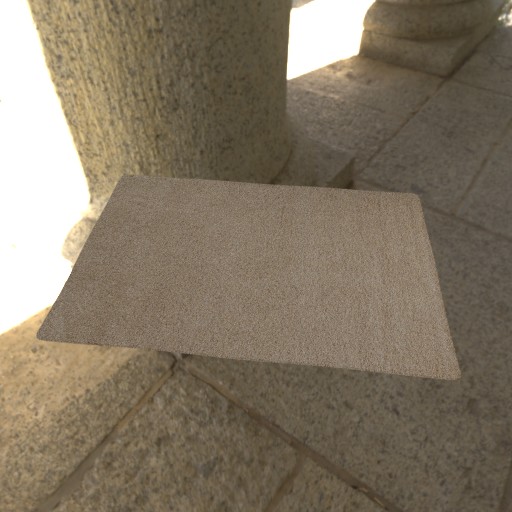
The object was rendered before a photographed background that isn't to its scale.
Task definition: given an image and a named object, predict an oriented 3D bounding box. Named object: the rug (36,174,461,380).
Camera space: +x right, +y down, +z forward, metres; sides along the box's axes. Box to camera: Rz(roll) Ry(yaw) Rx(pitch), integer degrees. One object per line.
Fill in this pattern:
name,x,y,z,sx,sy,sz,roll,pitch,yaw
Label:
rug,0.000,0.000,3.394,2.700,0.024,1.801,4,46,4
